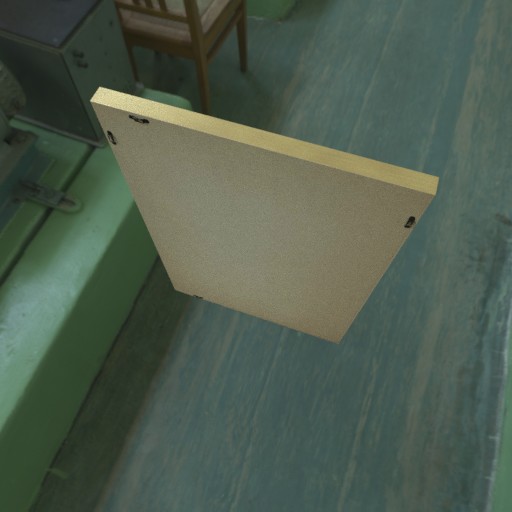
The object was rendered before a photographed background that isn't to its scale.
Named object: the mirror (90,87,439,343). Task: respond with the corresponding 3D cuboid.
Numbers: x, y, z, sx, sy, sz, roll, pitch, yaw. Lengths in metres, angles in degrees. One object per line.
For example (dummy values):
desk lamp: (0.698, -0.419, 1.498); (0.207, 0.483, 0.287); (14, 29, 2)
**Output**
mirror: (0.000, 0.000, 1.158); (0.609, 0.915, 0.041); (17, 65, 8)
